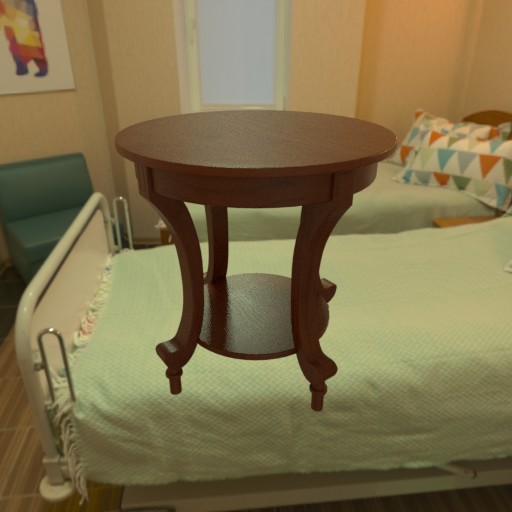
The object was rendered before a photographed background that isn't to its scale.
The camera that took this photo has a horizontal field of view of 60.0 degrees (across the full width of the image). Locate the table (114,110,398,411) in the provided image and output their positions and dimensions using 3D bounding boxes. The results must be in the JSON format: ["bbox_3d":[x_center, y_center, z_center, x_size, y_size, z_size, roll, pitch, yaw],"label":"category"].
[{"bbox_3d":[0.000,0.000,1.107,0.597,0.612,0.597,0,27,0],"label":"table"}]
